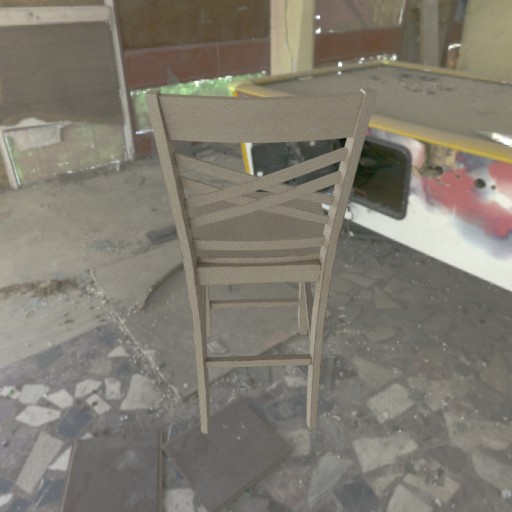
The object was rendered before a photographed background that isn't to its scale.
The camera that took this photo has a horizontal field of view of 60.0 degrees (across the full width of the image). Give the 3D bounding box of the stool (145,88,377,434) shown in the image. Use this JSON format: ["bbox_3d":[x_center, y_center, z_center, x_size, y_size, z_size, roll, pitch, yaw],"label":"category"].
[{"bbox_3d":[0.000,0.000,1.376,0.462,1.079,0.539,-1,31,-2],"label":"stool"}]
